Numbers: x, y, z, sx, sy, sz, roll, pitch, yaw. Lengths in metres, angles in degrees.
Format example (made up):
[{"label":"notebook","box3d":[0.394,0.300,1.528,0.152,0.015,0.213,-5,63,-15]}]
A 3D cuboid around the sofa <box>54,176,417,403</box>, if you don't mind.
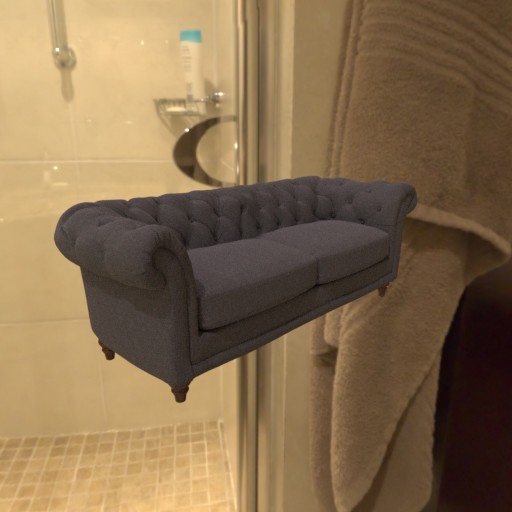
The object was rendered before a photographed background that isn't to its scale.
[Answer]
[{"label":"sofa","box3d":[0.000,0.000,2.803,1.046,0.836,2.335,15,21,42]}]
